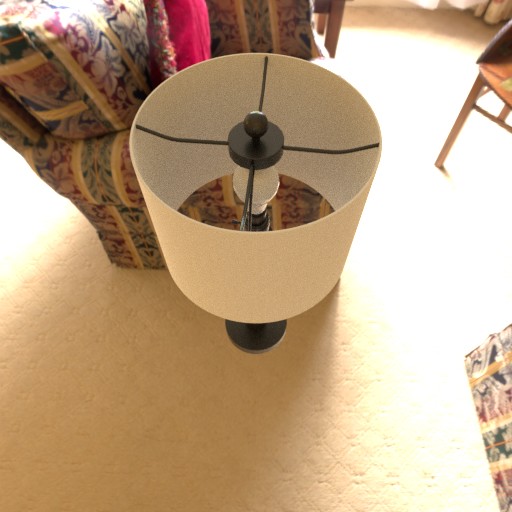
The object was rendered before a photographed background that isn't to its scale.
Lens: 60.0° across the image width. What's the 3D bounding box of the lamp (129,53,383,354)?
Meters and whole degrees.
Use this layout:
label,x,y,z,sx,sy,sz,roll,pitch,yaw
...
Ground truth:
label,x,y,z,sx,sy,sz,roll,pitch,yaw
lamp,0.000,0.000,0.791,0.305,0.640,0.305,-32,64,-18
